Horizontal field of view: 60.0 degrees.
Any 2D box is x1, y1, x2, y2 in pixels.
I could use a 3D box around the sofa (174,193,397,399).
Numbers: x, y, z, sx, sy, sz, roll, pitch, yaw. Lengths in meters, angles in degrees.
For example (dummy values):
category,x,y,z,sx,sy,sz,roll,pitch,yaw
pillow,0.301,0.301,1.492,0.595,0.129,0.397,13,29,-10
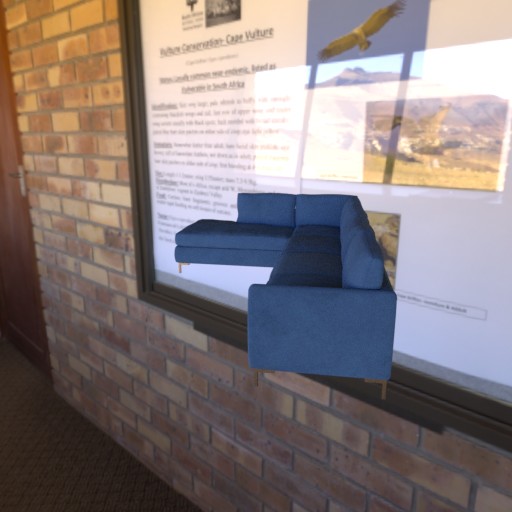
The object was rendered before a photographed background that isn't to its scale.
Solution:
category,x,y,z,sx,sy,sz,roll,pitch,yaw
sofa,0.000,0.000,3.890,2.007,0.815,2.949,3,15,10
